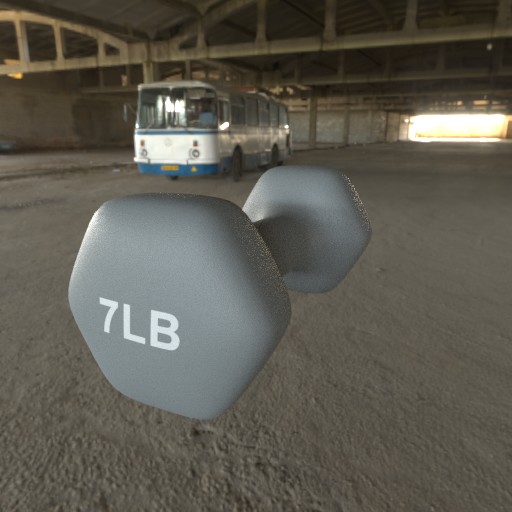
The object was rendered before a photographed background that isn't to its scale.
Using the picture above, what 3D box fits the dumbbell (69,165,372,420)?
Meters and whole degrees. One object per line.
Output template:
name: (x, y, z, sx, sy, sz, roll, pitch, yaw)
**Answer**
dumbbell: (0.000, 0.000, 0.228, 0.090, 0.081, 0.184, 8, 18, 25)
